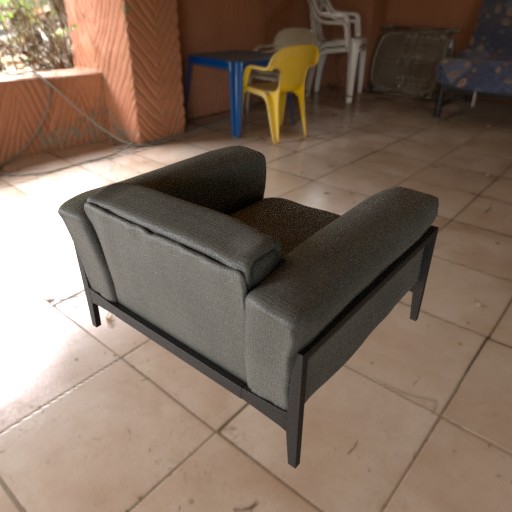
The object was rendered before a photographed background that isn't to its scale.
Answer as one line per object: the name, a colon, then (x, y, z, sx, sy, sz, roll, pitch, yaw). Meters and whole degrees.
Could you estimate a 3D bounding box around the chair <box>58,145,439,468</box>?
chair: (0.000, 0.000, 1.702, 1.056, 0.646, 0.969, 22, 37, 33)
